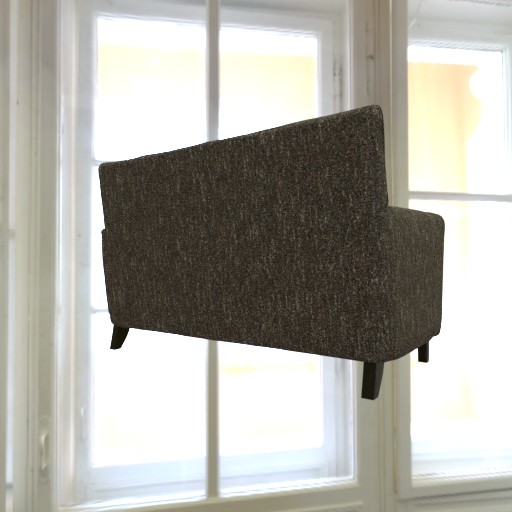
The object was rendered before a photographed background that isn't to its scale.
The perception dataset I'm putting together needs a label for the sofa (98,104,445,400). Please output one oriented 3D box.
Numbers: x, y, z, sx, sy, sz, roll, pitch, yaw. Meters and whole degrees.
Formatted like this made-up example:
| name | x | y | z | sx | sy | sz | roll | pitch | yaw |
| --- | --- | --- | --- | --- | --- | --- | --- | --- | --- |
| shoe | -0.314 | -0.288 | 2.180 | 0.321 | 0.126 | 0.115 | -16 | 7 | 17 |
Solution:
| name | x | y | z | sx | sy | sz | roll | pitch | yaw |
| --- | --- | --- | --- | --- | --- | --- | --- | --- | --- |
| sofa | 0.000 | 0.000 | 2.095 | 1.519 | 0.946 | 0.801 | 0 | -1 | 36 |
